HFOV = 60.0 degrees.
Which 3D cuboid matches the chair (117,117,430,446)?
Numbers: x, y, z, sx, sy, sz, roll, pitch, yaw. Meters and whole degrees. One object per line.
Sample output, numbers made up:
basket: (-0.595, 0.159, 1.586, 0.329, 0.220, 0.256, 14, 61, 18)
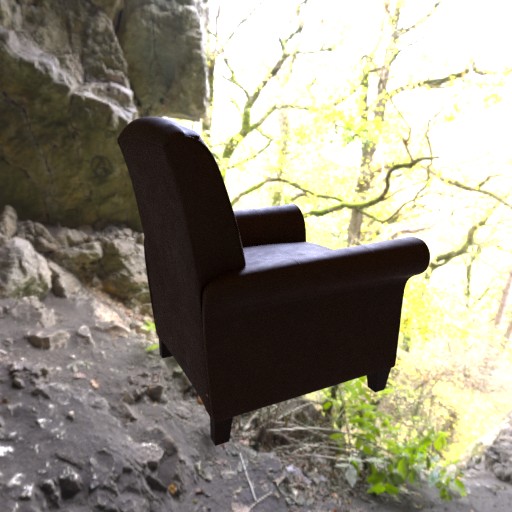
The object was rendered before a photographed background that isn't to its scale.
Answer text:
chair: (0.000, 0.000, 1.789, 0.902, 1.061, 0.978, -8, 18, -26)
